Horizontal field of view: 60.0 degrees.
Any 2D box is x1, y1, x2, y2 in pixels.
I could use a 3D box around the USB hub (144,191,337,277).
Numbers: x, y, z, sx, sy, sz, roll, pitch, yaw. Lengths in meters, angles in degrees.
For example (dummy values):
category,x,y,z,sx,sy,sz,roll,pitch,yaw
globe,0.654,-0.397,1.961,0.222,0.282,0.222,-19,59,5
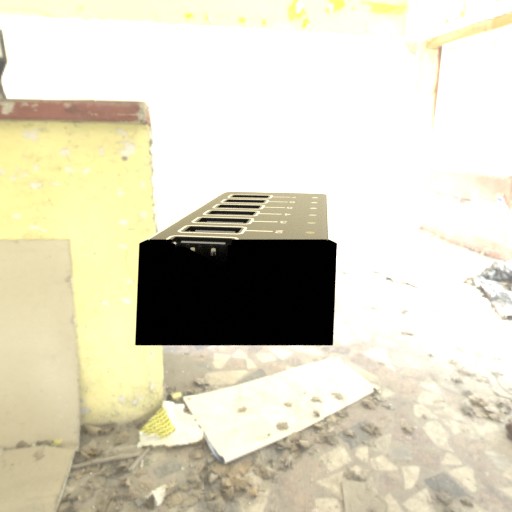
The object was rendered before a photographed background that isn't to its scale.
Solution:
category,x,y,z,sx,sy,sz,roll,pitch,yaw
USB hub,0.000,0.000,0.129,0.044,0.023,0.110,2,16,8
